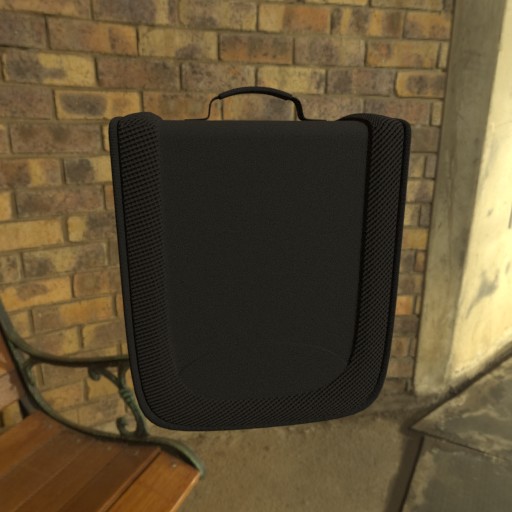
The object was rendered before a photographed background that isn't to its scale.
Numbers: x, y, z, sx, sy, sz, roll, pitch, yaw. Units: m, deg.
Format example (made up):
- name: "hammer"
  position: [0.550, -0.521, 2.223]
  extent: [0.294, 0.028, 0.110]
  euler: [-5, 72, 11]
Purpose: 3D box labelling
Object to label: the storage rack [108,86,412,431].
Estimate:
- name: "storage rack"
  position: [0.000, 0.000, 0.541]
  extent: [0.297, 0.387, 0.168]
  euler: [-2, 15, -7]
